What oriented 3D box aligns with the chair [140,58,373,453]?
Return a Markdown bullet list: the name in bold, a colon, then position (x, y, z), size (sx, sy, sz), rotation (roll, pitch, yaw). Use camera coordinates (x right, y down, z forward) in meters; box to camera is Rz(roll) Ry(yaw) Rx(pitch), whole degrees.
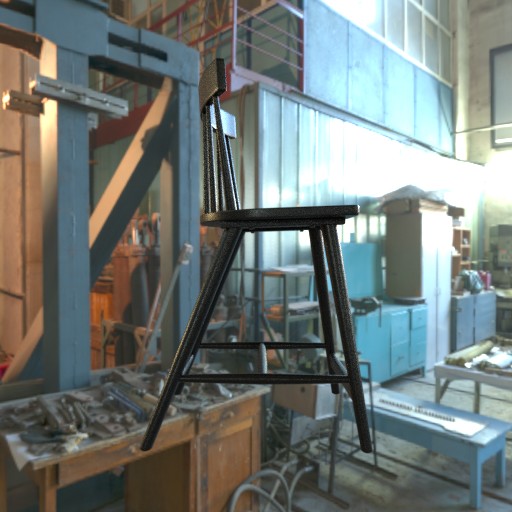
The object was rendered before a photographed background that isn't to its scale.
- **chair**: position (0.000, 0.000, 1.295), size (0.572, 0.952, 0.483), rotation (0, 1, 0)
